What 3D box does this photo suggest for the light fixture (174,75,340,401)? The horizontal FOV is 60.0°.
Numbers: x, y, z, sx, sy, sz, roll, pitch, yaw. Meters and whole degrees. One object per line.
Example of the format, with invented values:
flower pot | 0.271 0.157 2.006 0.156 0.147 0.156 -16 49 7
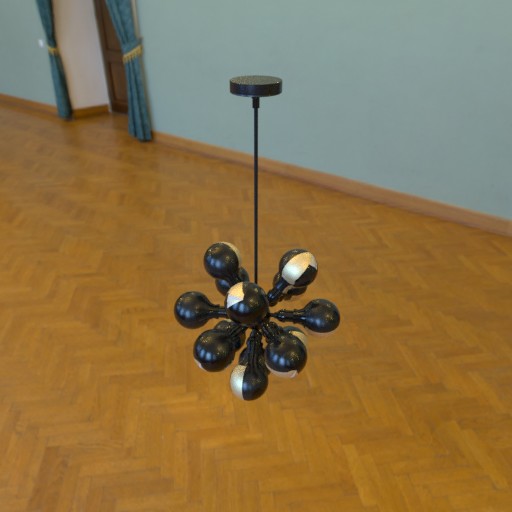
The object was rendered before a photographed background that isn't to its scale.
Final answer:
light fixture | 0.000 0.000 1.146 0.420 0.859 0.468 21 37 30
